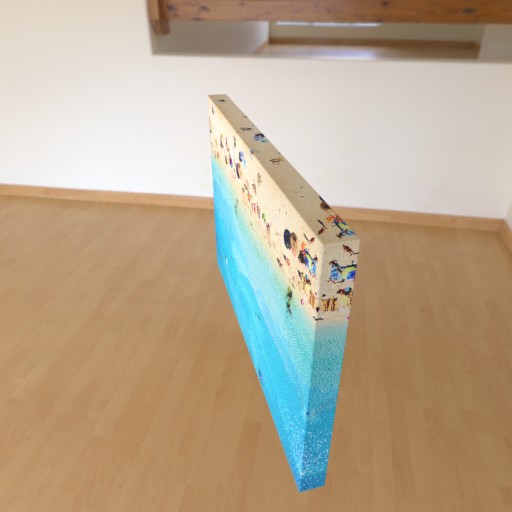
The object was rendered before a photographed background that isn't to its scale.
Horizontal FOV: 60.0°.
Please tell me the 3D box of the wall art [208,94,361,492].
[{"bbox_3d":[0.000,0.000,1.121,0.057,0.595,0.894,-8,33,-13],"label":"wall art"}]
